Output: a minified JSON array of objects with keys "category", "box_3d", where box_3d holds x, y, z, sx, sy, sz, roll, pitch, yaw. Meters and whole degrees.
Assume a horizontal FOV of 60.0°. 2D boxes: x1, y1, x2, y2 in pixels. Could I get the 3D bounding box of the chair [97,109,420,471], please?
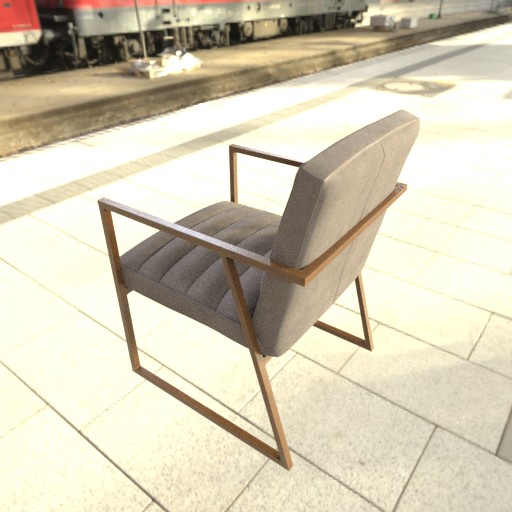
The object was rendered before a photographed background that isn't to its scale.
[{"category":"chair","box_3d":[0.000,0.000,1.321,0.682,0.843,0.578,21,37,30]}]
